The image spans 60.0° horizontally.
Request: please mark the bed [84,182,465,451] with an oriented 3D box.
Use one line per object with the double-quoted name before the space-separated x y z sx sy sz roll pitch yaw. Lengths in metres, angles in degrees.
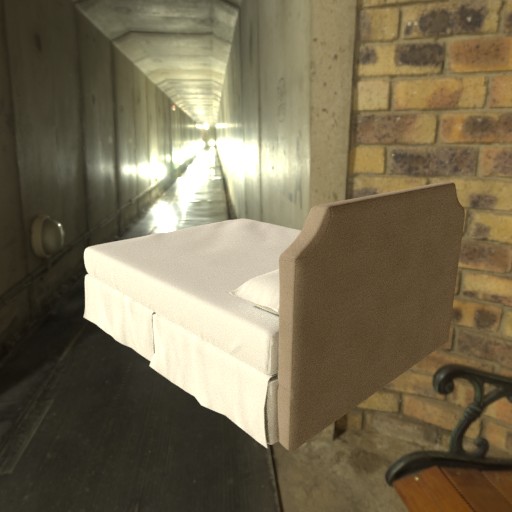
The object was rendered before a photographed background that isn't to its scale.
"bed" 0.000 0.000 3.577 1.977 1.293 2.498 -15 22 -41
